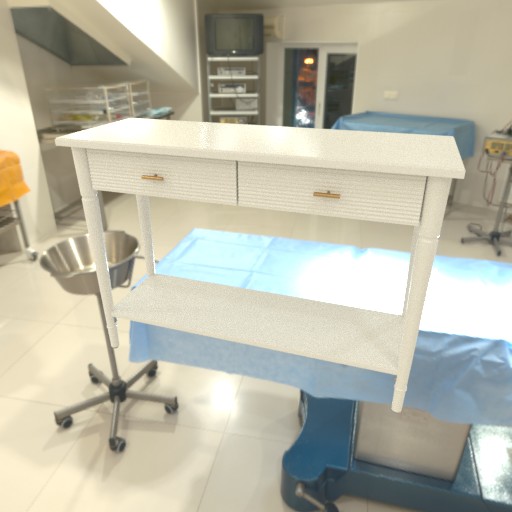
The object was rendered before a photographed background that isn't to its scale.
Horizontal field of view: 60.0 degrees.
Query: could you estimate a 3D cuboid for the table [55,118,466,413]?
[{"bbox_3d":[0.000,0.000,1.418,1.067,0.749,0.381,8,27,17],"label":"table"}]
